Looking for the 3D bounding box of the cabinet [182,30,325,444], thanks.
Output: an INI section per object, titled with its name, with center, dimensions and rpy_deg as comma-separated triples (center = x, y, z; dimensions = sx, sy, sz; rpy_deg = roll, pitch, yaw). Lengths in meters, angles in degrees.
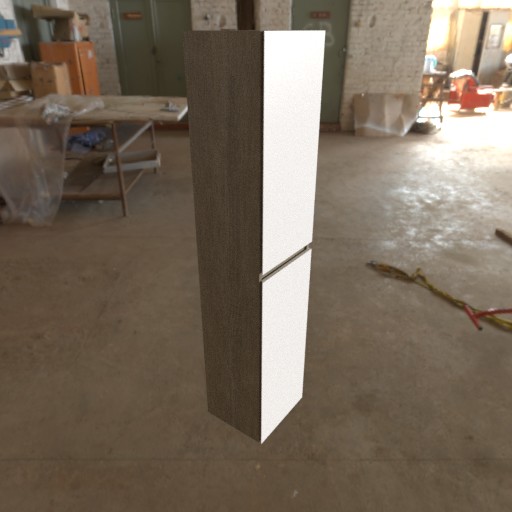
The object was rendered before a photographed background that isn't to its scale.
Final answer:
[cabinet]
center = 0.000, 0.000, 1.544
dimensions = 0.270, 1.400, 0.300
rpy_deg = 19, 32, 32
